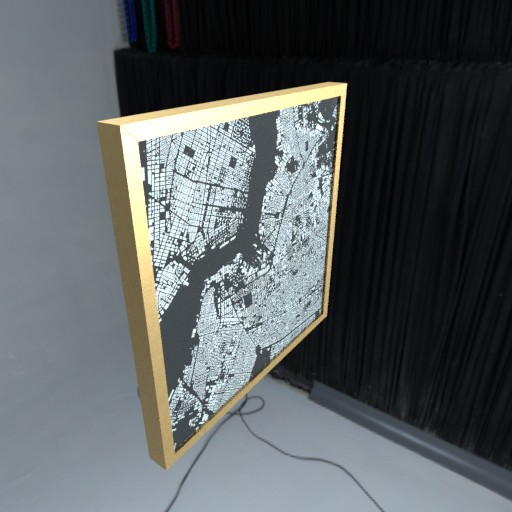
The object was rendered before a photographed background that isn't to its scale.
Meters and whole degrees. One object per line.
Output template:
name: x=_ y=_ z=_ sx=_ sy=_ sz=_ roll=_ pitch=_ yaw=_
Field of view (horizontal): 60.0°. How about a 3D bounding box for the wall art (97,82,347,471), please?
wall art: x=0.000 y=0.000 z=1.889 sx=0.095 sy=1.284 sz=1.284 roll=18 pitch=32 yaw=32
